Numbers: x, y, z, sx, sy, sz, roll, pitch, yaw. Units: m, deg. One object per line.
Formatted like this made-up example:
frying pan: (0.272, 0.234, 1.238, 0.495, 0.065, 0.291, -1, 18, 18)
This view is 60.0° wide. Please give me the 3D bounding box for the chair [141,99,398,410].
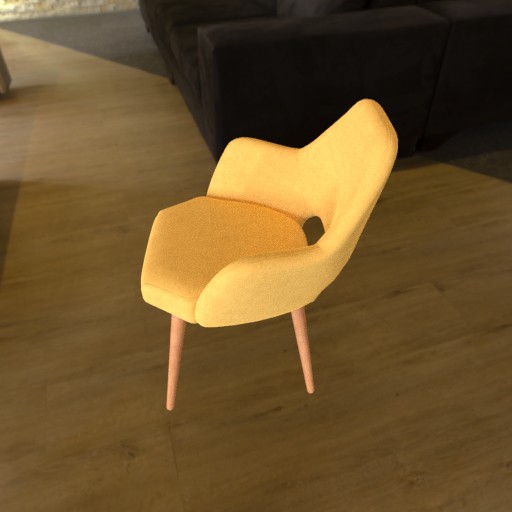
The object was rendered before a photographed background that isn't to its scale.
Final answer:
chair: (0.000, 0.000, 1.271, 0.610, 0.840, 0.590, -1, 42, -1)
